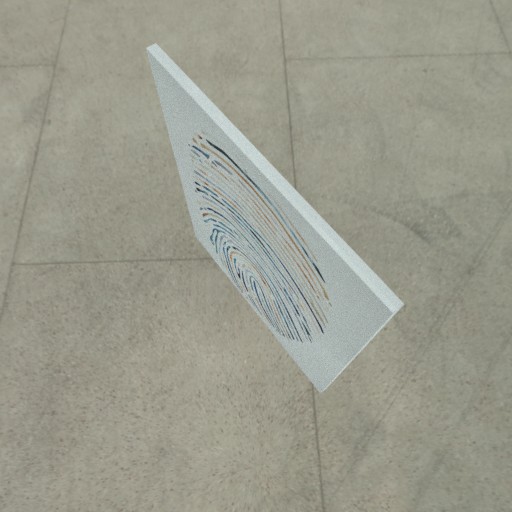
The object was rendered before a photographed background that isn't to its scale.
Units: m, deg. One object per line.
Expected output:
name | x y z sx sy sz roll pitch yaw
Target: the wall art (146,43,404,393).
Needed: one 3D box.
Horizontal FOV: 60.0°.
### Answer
wall art | 0.000 0.000 0.997 0.021 0.710 0.609 -35 69 -15
